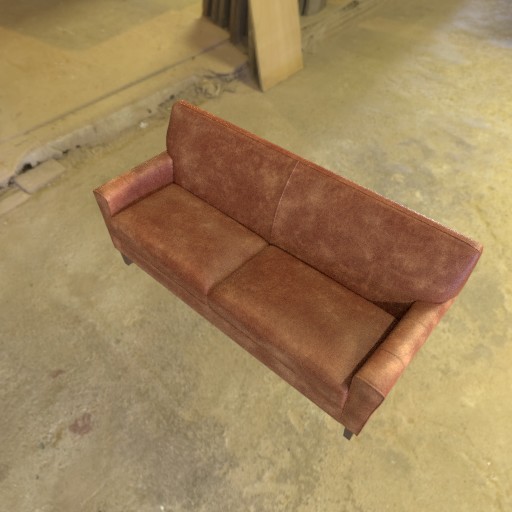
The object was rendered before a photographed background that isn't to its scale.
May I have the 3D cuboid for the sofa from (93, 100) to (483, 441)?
[{"bbox_3d":[0.000,0.000,2.575,2.053,0.947,0.805,33,55,27],"label":"sofa"}]
